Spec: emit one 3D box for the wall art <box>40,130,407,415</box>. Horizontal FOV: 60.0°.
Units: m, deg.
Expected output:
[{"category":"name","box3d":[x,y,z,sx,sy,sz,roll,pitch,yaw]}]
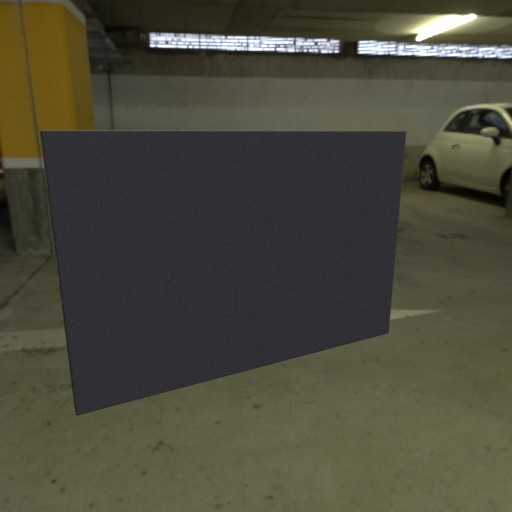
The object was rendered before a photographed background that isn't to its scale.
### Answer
[{"category":"wall art","box3d":[0.000,0.000,1.109,0.908,0.604,0.037,-8,17,-26]}]
